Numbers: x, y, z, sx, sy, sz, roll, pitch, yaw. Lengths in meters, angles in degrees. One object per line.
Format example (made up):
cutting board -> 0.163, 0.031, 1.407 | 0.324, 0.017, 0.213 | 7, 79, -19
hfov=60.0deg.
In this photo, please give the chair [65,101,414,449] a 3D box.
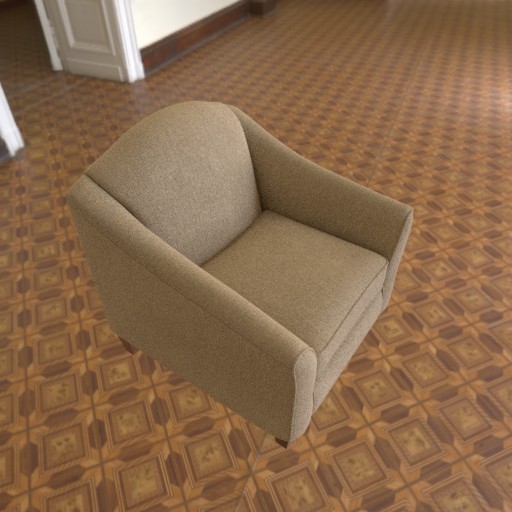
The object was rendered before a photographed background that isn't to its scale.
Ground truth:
chair -> 0.000, 0.000, 1.479 | 0.787, 0.839, 0.763 | 25, 47, 26
